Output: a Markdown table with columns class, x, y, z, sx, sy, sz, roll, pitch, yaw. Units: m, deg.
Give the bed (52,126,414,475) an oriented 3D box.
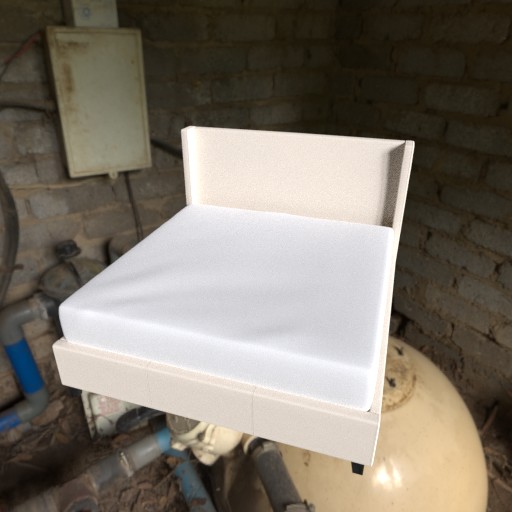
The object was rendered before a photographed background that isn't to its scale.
| class | x | y | z | sx | sy | sz | roll | pitch | yaw |
| --- | --- | --- | --- | --- | --- | --- | --- | --- | --- |
| bed | 0.000 | 0.000 | 3.493 | 2.145 | 1.471 | 2.293 | 8 | 28 | 16 |
